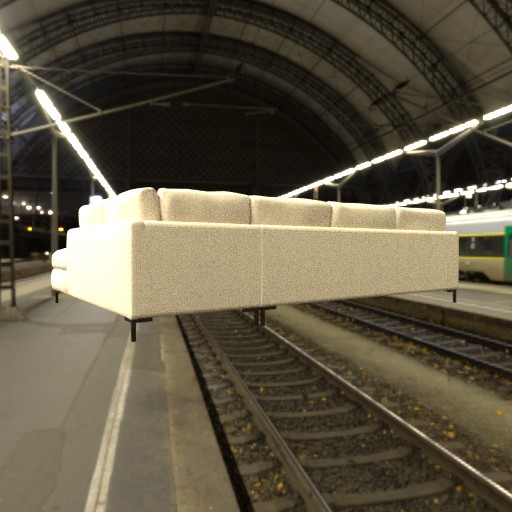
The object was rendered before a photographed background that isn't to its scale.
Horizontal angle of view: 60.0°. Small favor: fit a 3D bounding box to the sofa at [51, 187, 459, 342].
[{"bbox_3d":[0.000,0.000,3.835,2.949,0.815,2.007,-1,1,-34],"label":"sofa"}]
